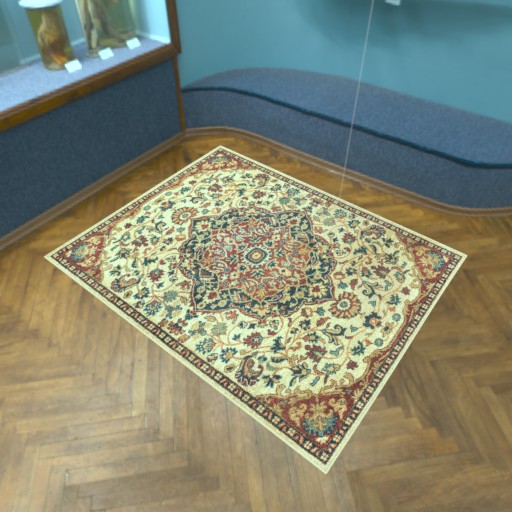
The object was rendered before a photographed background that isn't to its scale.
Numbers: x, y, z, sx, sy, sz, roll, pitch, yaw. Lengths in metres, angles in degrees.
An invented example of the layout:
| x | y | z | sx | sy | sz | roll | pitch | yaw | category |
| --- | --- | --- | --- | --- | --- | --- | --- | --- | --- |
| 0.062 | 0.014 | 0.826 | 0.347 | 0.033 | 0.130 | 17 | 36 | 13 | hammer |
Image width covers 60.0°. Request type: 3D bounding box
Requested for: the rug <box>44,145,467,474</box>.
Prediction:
| x | y | z | sx | sy | sz | roll | pitch | yaw | category |
| --- | --- | --- | --- | --- | --- | --- | --- | --- | --- |
| 0.000 | 0.000 | 4.104 | 3.067 | 0.005 | 2.454 | 29 | 52 | 26 | rug |
